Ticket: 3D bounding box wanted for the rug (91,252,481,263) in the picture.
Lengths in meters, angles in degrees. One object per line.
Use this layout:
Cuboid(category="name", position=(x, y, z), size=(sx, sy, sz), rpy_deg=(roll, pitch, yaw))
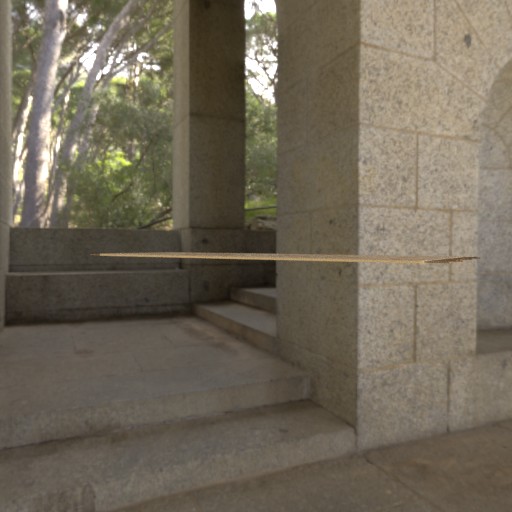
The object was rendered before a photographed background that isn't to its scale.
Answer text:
Cuboid(category="rug", position=(0.000, 0.000, 2.763), size=(2.438, 0.021, 0.729), rpy_deg=(1, 2, 36))
